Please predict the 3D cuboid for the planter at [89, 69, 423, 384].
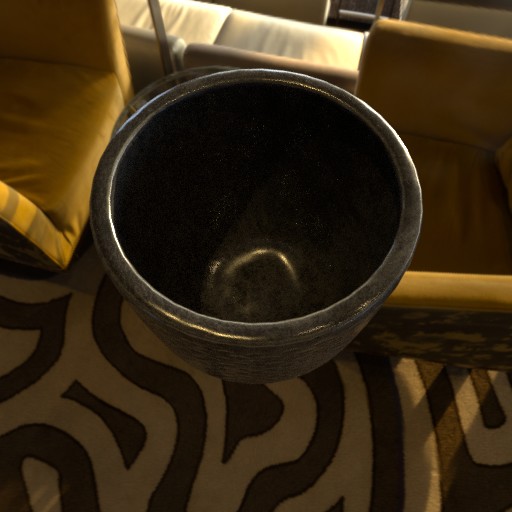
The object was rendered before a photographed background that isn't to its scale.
[{"bbox_3d":[0.000,0.000,0.345,0.197,0.191,0.197,0,63,0],"label":"planter"}]
